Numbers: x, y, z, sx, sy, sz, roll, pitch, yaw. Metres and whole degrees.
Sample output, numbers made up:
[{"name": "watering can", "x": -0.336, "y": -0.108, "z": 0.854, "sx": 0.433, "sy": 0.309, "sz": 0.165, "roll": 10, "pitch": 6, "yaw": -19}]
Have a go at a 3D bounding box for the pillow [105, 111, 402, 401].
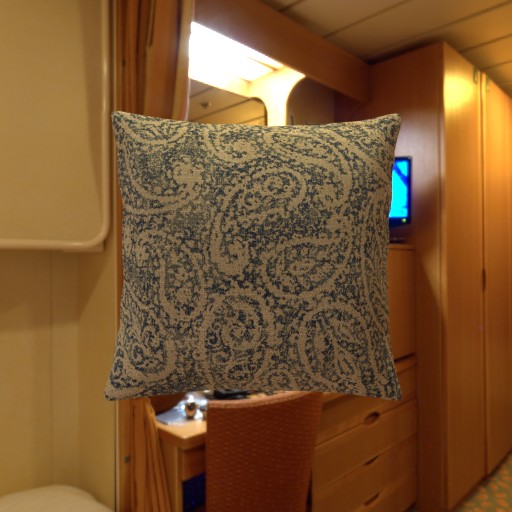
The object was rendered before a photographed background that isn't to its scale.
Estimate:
[{"name": "pillow", "x": 0.000, "y": 0.000, "z": 0.782, "sx": 0.523, "sy": 0.510, "sz": 0.166, "roll": 0, "pitch": 0, "yaw": -2}]
